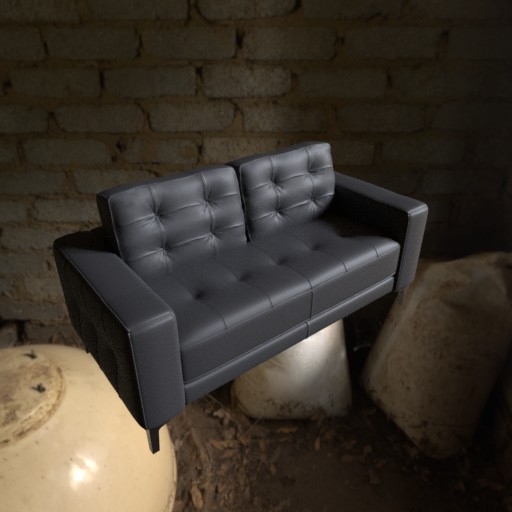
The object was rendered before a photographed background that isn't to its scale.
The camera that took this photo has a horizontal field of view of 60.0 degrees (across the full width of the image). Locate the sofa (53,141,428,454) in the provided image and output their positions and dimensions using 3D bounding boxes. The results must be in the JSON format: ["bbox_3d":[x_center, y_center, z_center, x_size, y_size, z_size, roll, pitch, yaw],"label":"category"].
[{"bbox_3d":[0.000,0.000,2.244,1.726,0.893,0.833,-21,36,-32],"label":"sofa"}]
